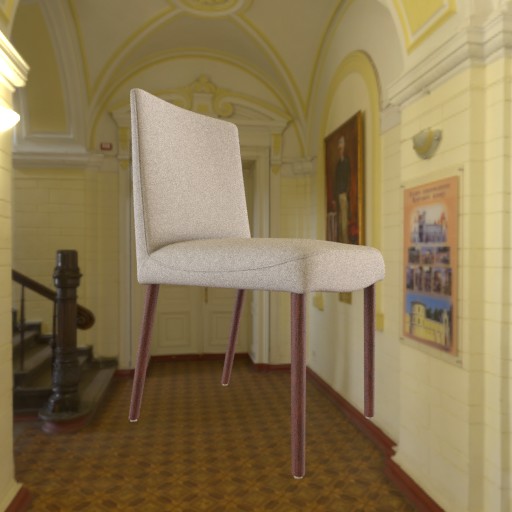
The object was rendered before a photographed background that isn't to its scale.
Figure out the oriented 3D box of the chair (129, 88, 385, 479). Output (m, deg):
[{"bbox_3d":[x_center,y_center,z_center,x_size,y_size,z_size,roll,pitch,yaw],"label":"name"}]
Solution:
[{"bbox_3d":[0.000,0.000,1.154,0.570,0.859,0.456,1,1,35],"label":"chair"}]
